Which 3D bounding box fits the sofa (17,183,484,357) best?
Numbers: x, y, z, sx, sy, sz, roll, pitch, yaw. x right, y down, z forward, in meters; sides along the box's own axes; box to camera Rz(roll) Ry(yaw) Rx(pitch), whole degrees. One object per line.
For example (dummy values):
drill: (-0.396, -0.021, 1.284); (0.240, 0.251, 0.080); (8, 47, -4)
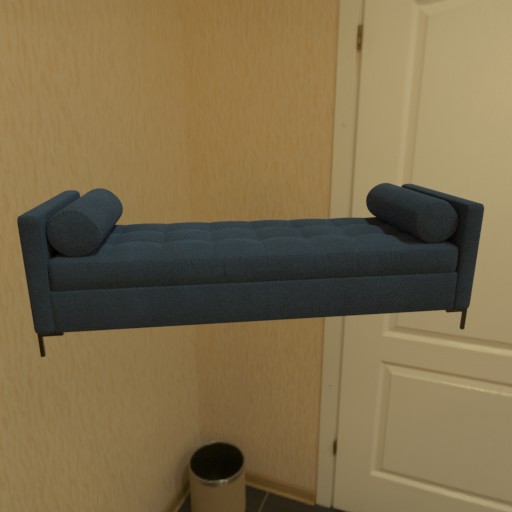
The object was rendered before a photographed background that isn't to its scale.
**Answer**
sofa: (0.000, 0.000, 2.257); (1.981, 0.635, 0.686); (-2, 17, -7)
